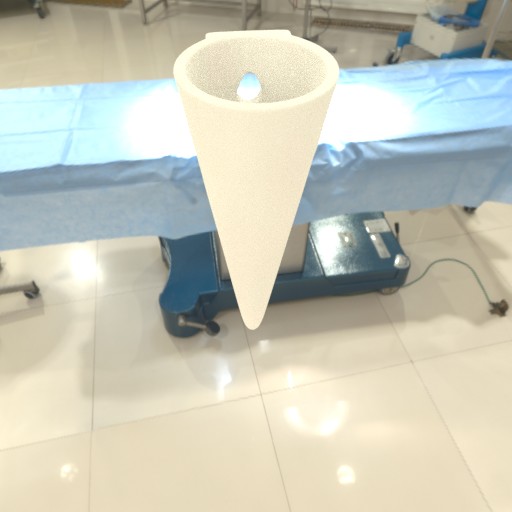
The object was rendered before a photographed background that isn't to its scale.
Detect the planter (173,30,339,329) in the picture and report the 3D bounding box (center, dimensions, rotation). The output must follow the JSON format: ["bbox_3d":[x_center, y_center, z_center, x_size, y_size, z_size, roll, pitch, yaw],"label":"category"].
[{"bbox_3d":[0.000,0.000,0.224,0.057,0.193,0.064,-4,46,-4],"label":"planter"}]
